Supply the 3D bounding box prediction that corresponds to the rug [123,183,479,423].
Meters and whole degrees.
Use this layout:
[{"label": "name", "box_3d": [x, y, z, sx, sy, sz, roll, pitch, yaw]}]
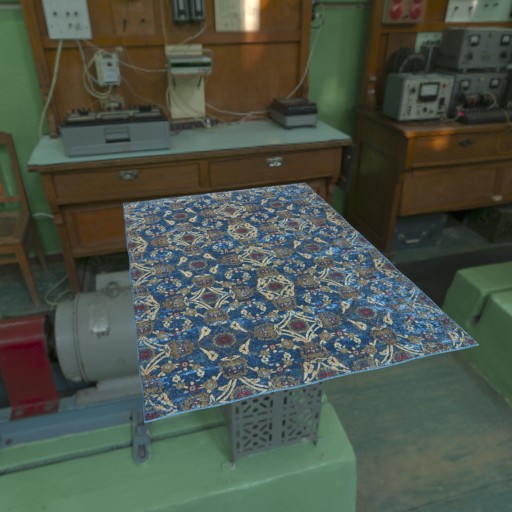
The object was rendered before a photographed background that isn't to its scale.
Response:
[{"label": "rug", "box_3d": [0.000, 0.000, 4.224, 2.337, 0.013, 3.291, -9, 32, -14]}]
